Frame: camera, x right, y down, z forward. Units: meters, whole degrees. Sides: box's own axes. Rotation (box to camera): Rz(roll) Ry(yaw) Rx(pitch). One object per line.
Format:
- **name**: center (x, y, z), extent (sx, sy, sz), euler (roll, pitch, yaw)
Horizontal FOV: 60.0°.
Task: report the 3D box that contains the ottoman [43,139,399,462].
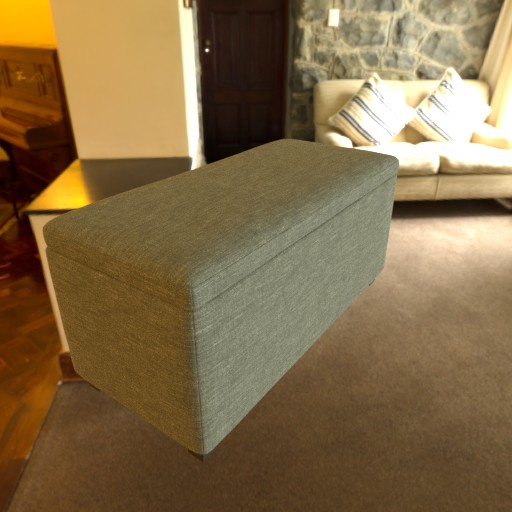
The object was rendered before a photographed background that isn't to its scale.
- **ottoman**: center (0.000, 0.000, 1.146), extent (0.419, 0.432, 0.902), euler (18, 33, 31)
